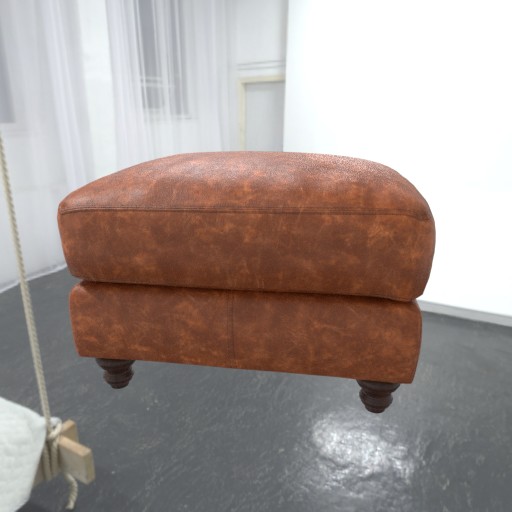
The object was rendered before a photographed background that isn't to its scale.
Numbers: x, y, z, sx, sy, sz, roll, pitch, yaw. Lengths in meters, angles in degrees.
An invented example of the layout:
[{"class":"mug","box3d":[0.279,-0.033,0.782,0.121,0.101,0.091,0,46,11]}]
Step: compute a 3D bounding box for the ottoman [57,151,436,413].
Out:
[{"class":"ottoman","box3d":[0.000,0.000,1.229,0.832,0.562,0.657,3,18,8]}]
